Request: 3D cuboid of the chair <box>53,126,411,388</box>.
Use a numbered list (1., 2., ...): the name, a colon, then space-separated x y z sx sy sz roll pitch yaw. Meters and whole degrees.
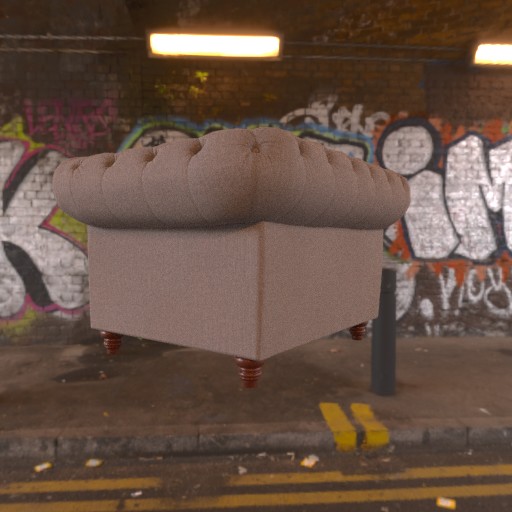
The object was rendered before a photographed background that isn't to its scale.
1. chair: 0.000 0.000 1.839 0.976 0.770 1.270 1 2 36
